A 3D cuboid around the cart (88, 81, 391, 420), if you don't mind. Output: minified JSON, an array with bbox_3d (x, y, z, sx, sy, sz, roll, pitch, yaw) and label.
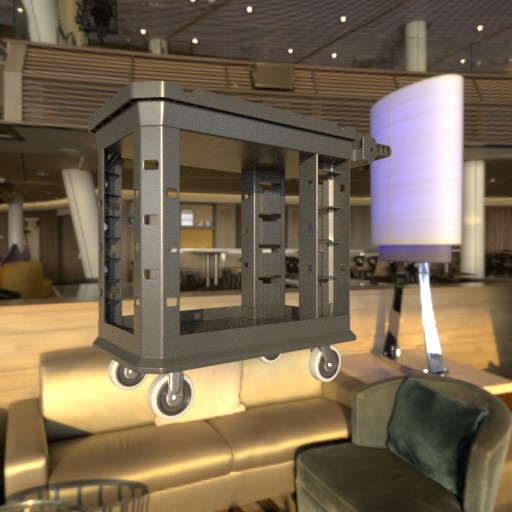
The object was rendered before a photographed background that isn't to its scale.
[{"bbox_3d":[0.000,0.000,1.584,1.061,0.884,0.497,0,1,-36],"label":"cart"}]
